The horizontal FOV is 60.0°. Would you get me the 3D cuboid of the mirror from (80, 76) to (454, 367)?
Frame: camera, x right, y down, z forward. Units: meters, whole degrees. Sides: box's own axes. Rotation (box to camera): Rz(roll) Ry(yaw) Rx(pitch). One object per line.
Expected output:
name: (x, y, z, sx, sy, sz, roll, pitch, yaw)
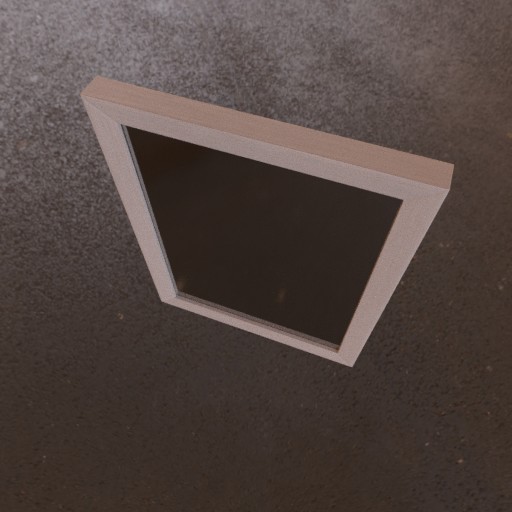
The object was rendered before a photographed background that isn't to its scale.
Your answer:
mirror: (0.000, 0.000, 0.680, 0.405, 0.508, 0.041, 17, 59, 11)
